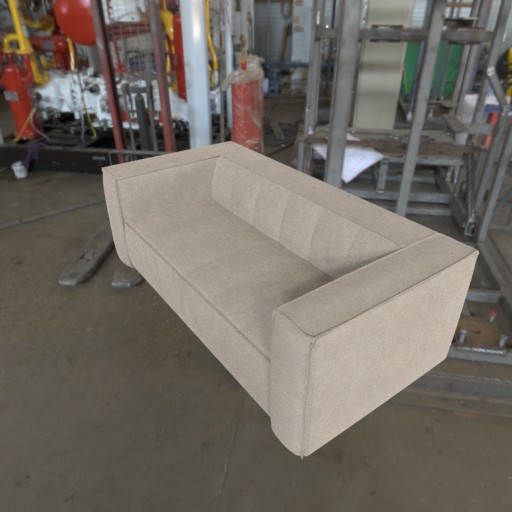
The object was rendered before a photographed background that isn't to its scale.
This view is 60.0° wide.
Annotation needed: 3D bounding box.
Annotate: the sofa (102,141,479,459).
[{"bbox_3d":[0.000,0.000,2.506,1.038,0.680,1.995,-21,37,-30],"label":"sofa"}]
